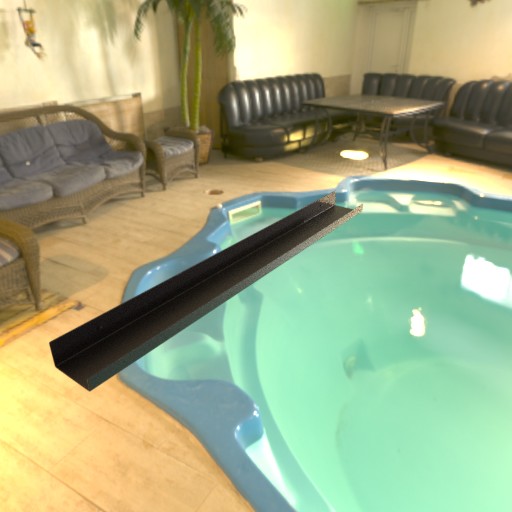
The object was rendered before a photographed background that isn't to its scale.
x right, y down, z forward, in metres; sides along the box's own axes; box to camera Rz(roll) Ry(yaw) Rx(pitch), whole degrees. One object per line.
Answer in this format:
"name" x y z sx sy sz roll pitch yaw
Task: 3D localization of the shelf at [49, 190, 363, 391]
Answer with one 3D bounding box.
"shelf" 0.000 0.000 0.986 0.092 0.049 0.924 18 32 32
